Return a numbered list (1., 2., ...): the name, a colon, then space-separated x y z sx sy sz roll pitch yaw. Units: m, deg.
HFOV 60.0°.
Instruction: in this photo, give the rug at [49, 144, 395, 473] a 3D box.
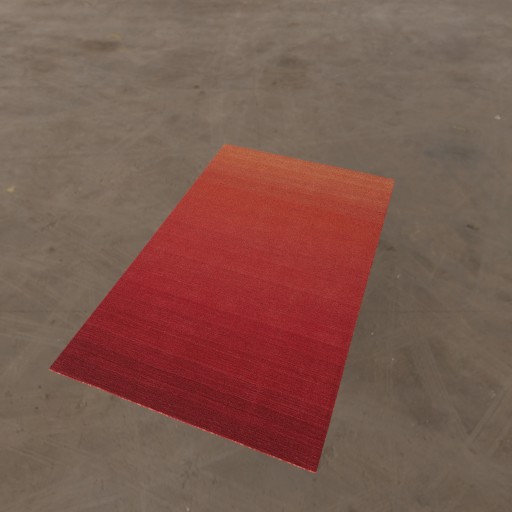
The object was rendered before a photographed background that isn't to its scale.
1. rug: 0.000 0.000 3.052 1.531 0.010 2.442 15 48 14
